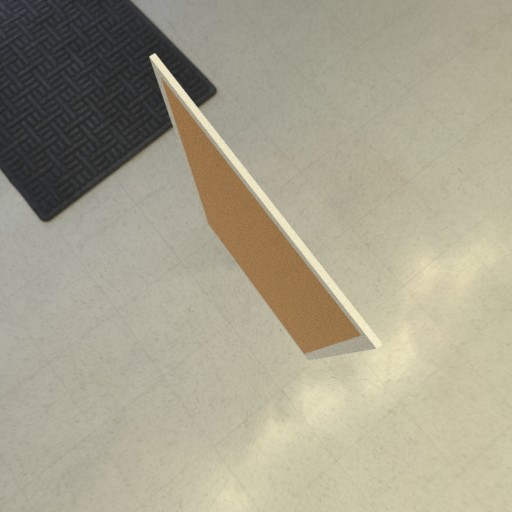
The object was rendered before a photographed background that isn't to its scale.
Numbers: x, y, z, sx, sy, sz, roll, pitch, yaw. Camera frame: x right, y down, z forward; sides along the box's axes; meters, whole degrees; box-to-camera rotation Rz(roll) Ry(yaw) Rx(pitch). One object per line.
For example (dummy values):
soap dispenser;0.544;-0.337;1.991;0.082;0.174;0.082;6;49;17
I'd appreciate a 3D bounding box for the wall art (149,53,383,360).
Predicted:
wall art;0.000;0.000;1.215;0.013;0.940;0.659;-35;78;-8
